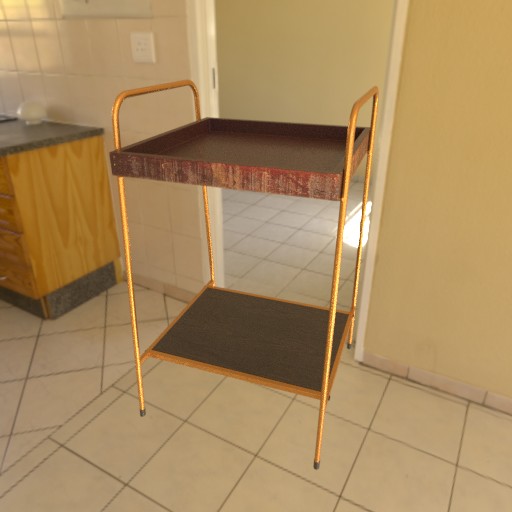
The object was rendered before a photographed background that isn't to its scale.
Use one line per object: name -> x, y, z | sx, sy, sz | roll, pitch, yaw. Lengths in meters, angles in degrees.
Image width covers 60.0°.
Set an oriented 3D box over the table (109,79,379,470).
table -> 0.000, 0.000, 0.997 | 0.430, 0.710, 0.430 | 9, 28, 18
